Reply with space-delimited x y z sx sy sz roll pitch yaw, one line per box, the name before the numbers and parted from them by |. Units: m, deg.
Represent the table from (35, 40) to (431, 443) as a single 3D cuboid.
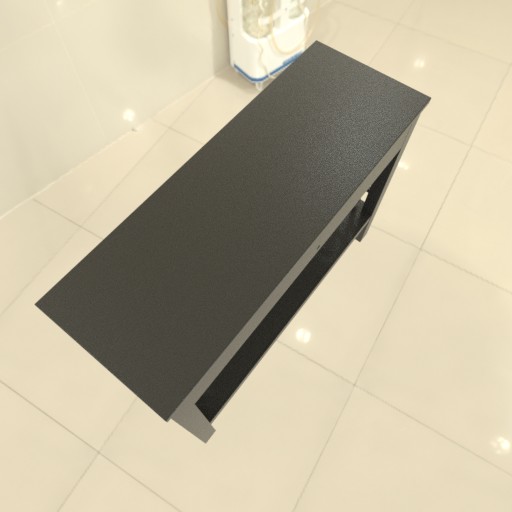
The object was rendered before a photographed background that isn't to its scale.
table | 0.000 0.000 1.424 0.397 0.753 1.068 35 68 16
